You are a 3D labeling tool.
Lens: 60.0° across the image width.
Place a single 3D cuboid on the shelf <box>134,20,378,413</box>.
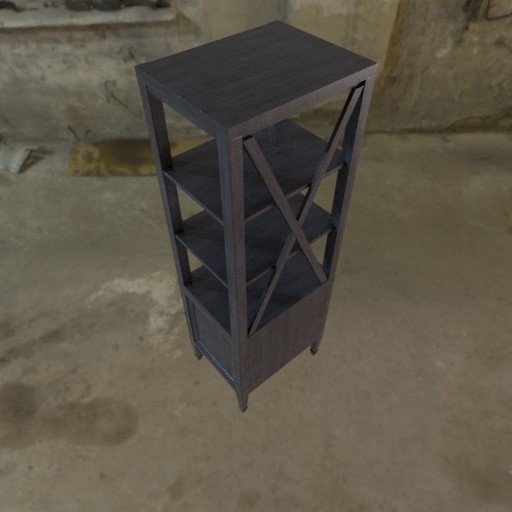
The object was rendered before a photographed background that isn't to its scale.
[{"bbox_3d":[0.000,0.000,1.987,0.584,1.727,0.472,-32,55,-26],"label":"shelf"}]
